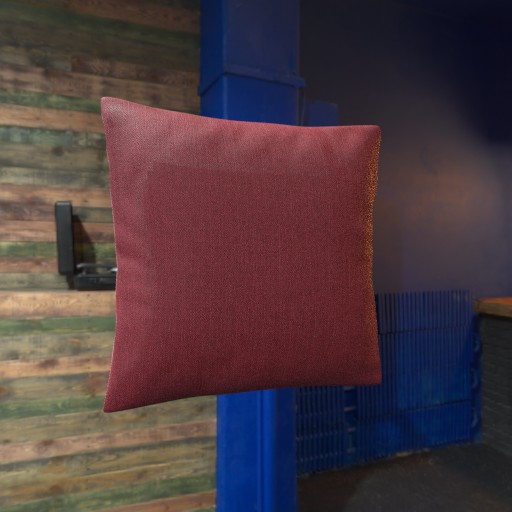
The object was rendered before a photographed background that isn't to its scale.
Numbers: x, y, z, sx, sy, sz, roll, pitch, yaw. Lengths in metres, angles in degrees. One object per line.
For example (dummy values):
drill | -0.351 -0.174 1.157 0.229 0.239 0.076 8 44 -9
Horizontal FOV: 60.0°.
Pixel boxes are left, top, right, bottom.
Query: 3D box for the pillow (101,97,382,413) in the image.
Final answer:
pillow | 0.000 0.000 0.776 0.513 0.497 0.166 0 0 -18
